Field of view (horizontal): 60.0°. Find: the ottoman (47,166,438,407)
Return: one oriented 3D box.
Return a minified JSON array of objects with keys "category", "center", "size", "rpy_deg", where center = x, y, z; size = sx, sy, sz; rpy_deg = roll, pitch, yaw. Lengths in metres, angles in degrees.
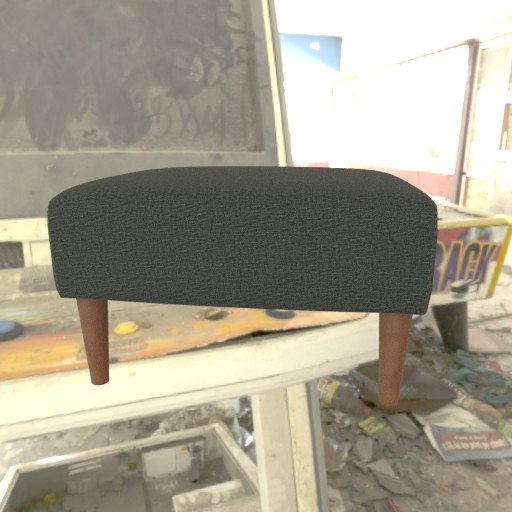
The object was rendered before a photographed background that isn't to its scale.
[{"category":"ottoman","center":[0.000,0.000,1.037],"size":[0.650,0.398,0.649],"rpy_deg":[2,15,7]}]
